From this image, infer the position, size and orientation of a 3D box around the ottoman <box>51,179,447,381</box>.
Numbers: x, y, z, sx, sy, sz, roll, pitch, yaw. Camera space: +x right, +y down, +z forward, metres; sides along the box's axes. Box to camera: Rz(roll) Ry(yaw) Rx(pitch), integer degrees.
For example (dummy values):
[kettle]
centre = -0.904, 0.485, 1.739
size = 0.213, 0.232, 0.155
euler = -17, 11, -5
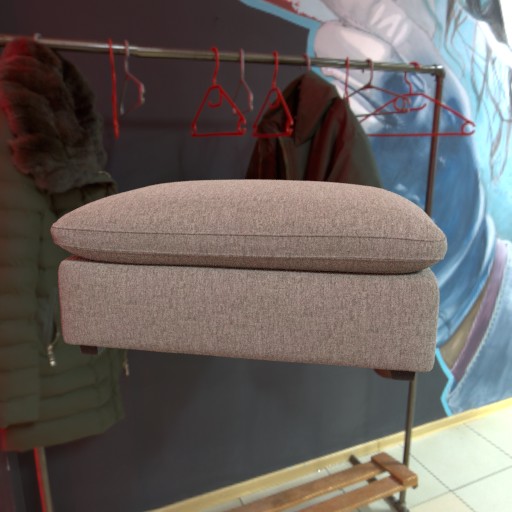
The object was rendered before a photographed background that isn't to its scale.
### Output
[ottoman]
centre = 0.000, 0.000, 1.375
size = 0.977, 0.451, 0.694
euler = 2, 15, 9
